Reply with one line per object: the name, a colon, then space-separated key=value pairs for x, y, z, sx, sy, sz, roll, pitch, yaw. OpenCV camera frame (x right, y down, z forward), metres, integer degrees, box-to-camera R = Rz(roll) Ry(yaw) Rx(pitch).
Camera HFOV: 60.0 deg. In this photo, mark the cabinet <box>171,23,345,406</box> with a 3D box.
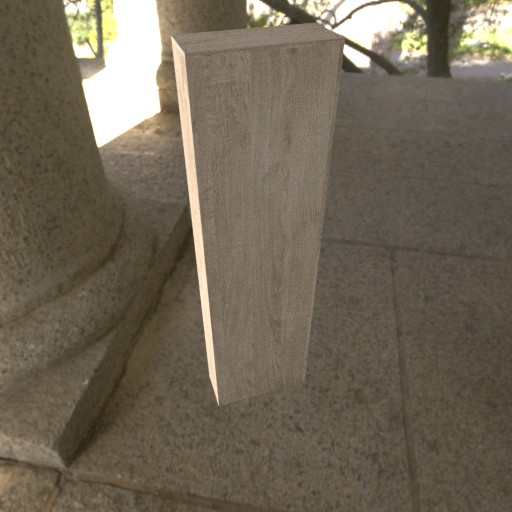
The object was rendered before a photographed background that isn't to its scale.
cabinet: x=0.000 y=0.000 z=1.955 sx=0.500 sy=1.790 sz=0.230 roll=-12 pitch=41 yaw=-14
